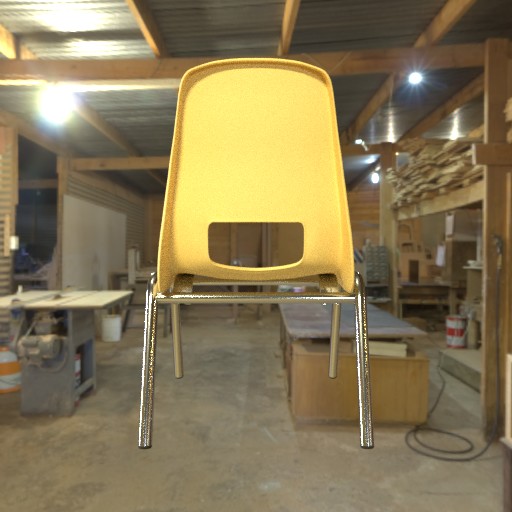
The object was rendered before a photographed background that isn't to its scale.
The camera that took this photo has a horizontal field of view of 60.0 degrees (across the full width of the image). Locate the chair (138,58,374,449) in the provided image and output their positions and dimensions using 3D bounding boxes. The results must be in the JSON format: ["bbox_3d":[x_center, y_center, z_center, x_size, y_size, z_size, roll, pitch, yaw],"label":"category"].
[{"bbox_3d":[0.000,0.000,0.782,0.354,0.536,0.385,0,1,0],"label":"chair"}]
